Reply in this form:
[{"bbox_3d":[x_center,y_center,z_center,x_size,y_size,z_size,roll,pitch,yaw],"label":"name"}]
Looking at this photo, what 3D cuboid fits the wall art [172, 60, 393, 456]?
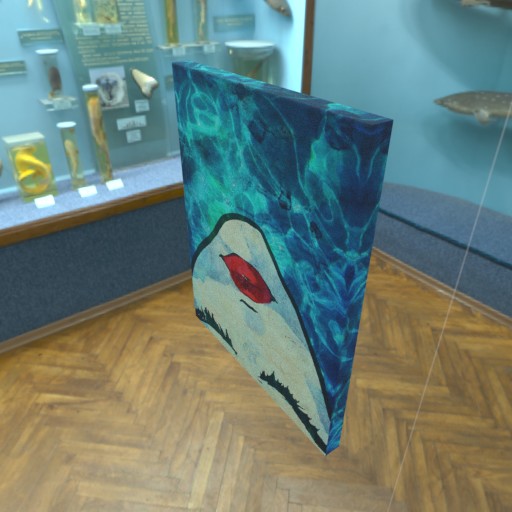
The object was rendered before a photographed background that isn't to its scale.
[{"bbox_3d":[0.000,0.000,0.861,0.038,0.635,0.508,-21,38,-29],"label":"wall art"}]
